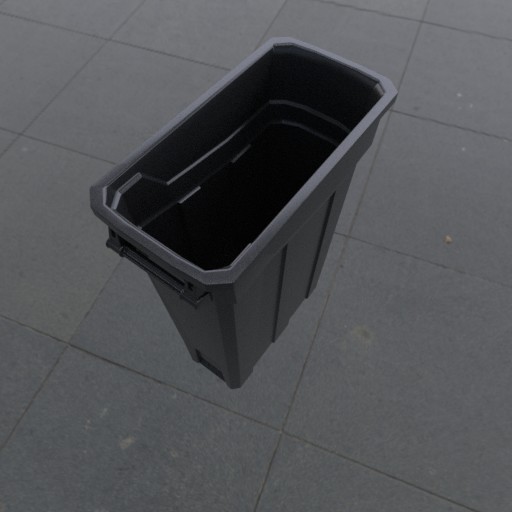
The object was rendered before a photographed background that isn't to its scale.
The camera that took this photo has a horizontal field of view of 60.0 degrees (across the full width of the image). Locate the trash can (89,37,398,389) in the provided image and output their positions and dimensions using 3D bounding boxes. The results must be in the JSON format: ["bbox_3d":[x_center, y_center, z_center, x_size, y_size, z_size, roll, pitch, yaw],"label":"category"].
[{"bbox_3d":[0.000,0.000,1.063,0.281,0.762,0.559,32,64,18],"label":"trash can"}]
